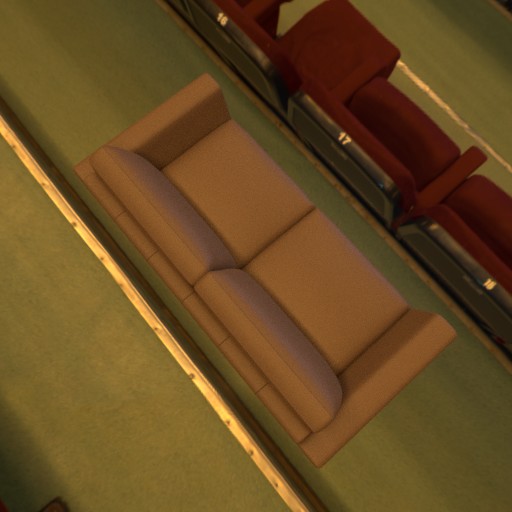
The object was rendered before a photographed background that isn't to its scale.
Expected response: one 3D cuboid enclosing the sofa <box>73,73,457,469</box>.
[{"bbox_3d":[0.000,0.000,2.467,0.953,0.875,2.017,-40,79,-10],"label":"sofa"}]
